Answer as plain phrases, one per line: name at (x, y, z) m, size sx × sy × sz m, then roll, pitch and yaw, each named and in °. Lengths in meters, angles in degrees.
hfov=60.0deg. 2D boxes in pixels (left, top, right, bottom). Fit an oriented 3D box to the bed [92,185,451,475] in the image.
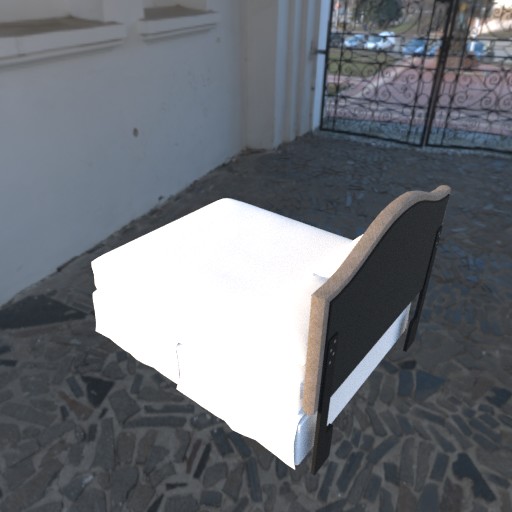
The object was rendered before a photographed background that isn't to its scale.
bed at (0.000, 0.000, 3.337) m, size 2.153 × 1.518 × 1.713 m, roll 23°, pitch 38°, yaw 33°
